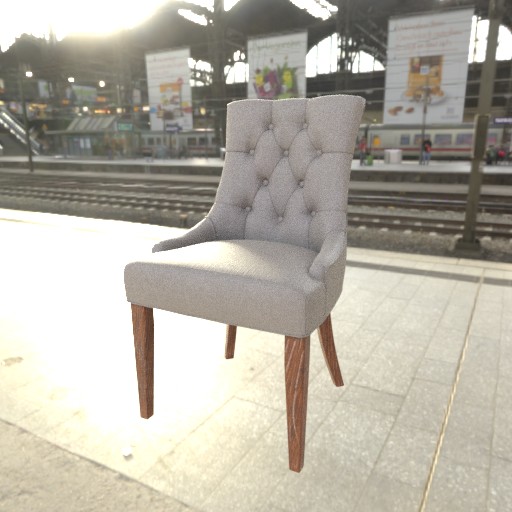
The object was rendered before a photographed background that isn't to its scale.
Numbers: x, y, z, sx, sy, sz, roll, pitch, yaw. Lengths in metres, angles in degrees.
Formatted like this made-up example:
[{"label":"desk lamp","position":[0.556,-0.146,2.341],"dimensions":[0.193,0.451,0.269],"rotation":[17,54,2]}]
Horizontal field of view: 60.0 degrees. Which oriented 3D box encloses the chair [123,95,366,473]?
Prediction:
[{"label":"chair","position":[0.000,0.000,1.231],"dimensions":[0.509,0.874,0.565],"rotation":[7,16,26]}]
